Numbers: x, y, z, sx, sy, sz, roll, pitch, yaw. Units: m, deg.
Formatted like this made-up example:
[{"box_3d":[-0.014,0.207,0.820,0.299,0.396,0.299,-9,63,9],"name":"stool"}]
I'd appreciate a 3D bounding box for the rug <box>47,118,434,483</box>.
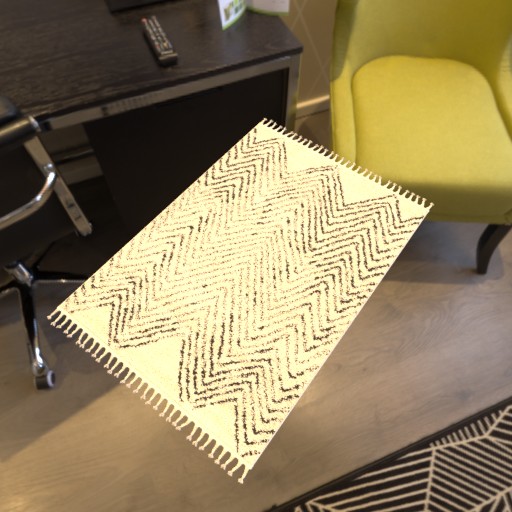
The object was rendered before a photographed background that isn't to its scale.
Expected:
[{"box_3d":[0.000,0.000,2.382,1.230,0.014,1.847,33,63,19],"name":"rug"}]
